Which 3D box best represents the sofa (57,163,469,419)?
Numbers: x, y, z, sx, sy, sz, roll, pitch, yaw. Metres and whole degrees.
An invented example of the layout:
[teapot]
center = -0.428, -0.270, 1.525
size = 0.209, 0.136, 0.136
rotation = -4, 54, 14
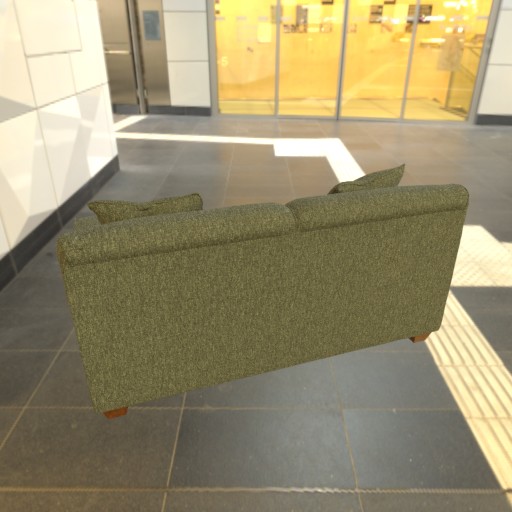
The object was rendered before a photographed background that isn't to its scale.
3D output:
[sofa]
center = 0.000, 0.000, 2.420
size = 1.846, 0.958, 0.998
rotation = -9, 29, -17
